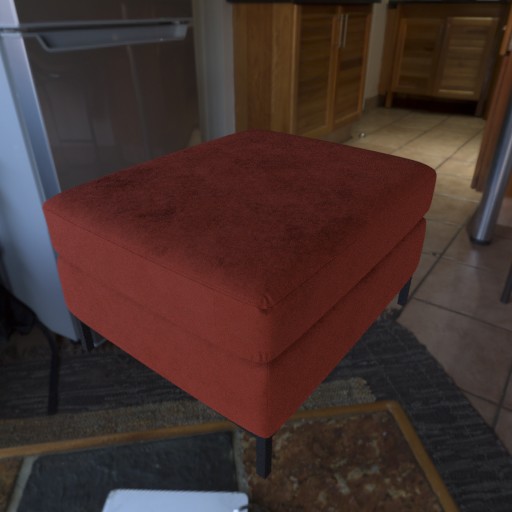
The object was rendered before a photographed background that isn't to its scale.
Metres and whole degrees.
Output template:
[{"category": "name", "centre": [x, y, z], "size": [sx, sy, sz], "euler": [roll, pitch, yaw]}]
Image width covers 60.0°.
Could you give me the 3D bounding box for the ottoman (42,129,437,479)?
[{"category": "ottoman", "centre": [0.000, 0.000, 1.166], "size": [0.650, 0.462, 0.782], "euler": [21, 37, 32]}]
